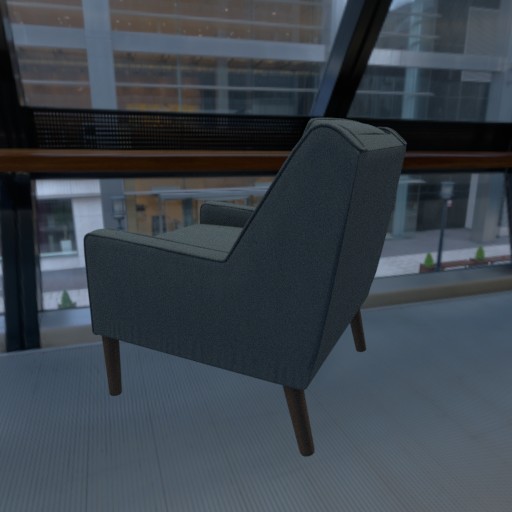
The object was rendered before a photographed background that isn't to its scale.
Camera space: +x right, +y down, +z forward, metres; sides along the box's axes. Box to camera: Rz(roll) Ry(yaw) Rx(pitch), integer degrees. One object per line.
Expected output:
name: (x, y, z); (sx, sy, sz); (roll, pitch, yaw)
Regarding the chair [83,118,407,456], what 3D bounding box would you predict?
chair: (0.000, 0.000, 1.330); (0.733, 0.780, 0.663); (7, 17, 25)
